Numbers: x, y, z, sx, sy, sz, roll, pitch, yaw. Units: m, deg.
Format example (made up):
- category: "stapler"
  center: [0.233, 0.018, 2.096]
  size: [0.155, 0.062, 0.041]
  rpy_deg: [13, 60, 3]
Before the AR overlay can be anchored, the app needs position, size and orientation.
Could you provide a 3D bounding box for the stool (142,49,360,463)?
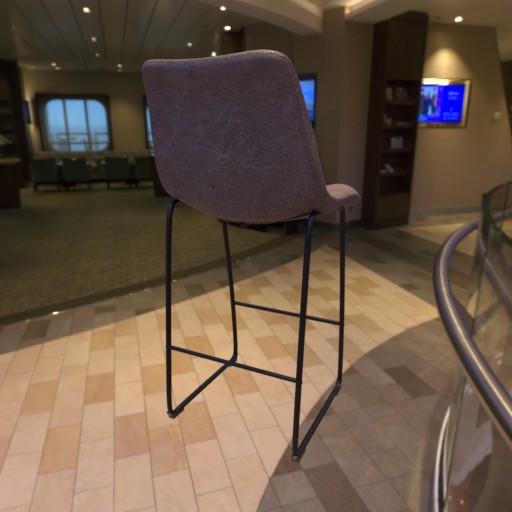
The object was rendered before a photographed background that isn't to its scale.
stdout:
- category: "stool"
  center: [0.000, 0.000, 1.371]
  size: [0.514, 1.082, 0.561]
  rpy_deg: [8, 18, 26]
